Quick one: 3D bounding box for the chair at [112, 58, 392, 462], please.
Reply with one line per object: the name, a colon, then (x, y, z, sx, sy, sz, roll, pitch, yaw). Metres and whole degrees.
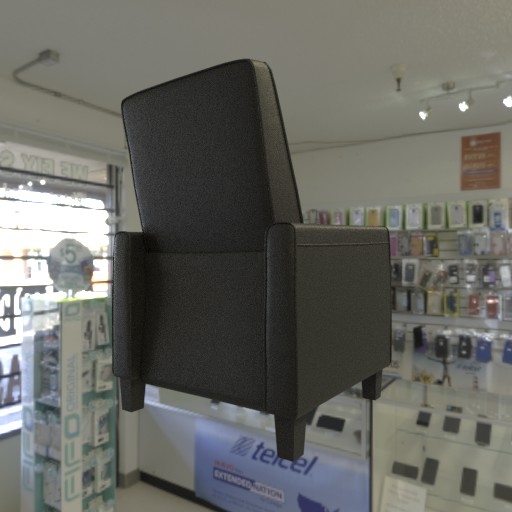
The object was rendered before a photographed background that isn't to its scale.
chair: (0.000, 0.000, 1.521, 0.705, 1.013, 0.746, 0, -1, 35)
